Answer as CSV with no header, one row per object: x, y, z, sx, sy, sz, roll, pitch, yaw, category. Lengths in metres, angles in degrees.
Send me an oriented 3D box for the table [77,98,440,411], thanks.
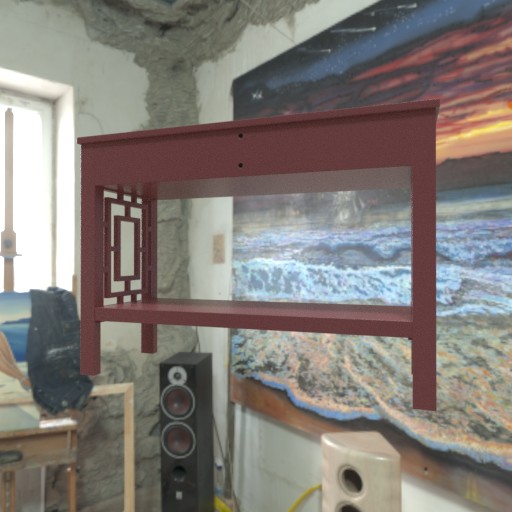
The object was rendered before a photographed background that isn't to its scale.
0.000,0.000,1.421,1.068,0.753,0.397,0,0,19,table
